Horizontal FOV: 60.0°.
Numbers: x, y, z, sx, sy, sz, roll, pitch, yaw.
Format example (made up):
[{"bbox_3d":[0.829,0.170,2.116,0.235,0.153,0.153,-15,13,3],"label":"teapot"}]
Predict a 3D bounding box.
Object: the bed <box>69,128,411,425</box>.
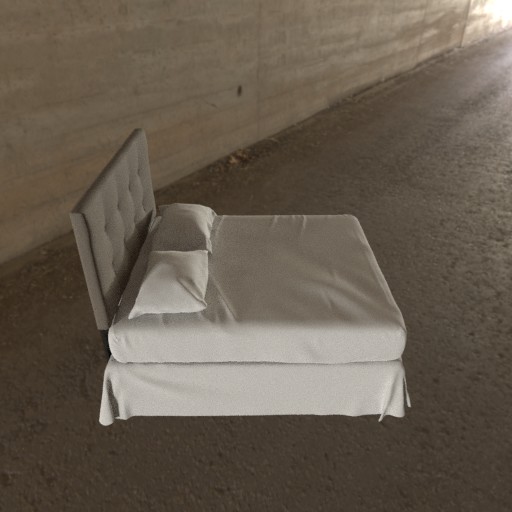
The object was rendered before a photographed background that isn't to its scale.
[{"bbox_3d":[0.000,0.000,3.500,2.222,1.577,1.936,0,32,0],"label":"bed"}]
